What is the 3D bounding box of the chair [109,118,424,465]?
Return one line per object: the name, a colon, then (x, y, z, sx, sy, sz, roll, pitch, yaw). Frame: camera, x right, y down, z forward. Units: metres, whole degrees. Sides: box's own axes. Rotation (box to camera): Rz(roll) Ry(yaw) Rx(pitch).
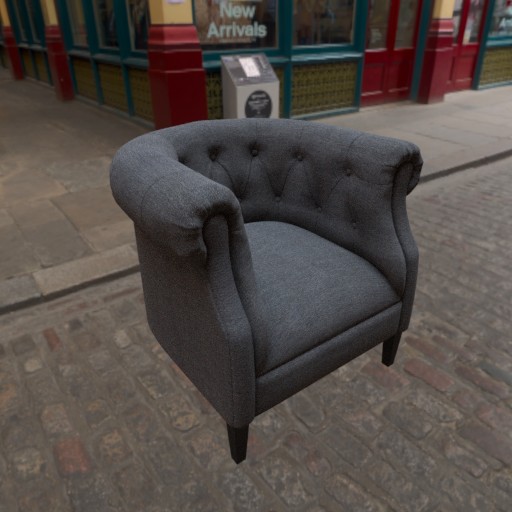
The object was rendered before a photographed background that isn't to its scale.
chair: (0.000, 0.000, 1.570, 0.905, 0.827, 0.852, -19, 34, -32)
